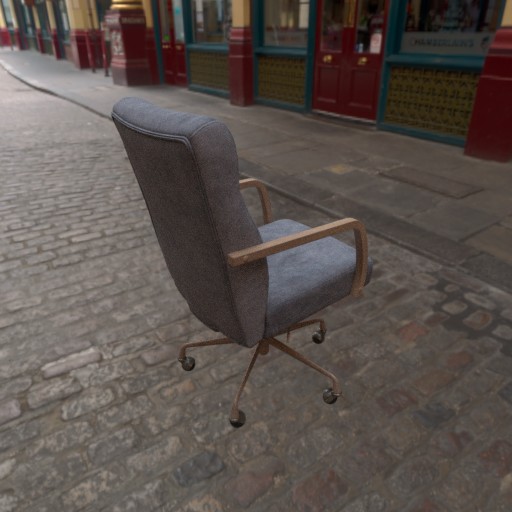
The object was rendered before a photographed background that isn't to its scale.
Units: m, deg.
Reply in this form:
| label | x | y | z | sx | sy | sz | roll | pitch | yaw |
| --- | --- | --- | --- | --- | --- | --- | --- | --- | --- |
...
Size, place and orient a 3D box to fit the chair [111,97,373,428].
| label | x | y | z | sx | sy | sz | roll | pitch | yaw |
| --- | --- | --- | --- | --- | --- | --- | --- | --- | --- |
| chair | 0.000 | 0.000 | 1.511 | 0.741 | 1.029 | 0.640 | -18 | 32 | -32 |
